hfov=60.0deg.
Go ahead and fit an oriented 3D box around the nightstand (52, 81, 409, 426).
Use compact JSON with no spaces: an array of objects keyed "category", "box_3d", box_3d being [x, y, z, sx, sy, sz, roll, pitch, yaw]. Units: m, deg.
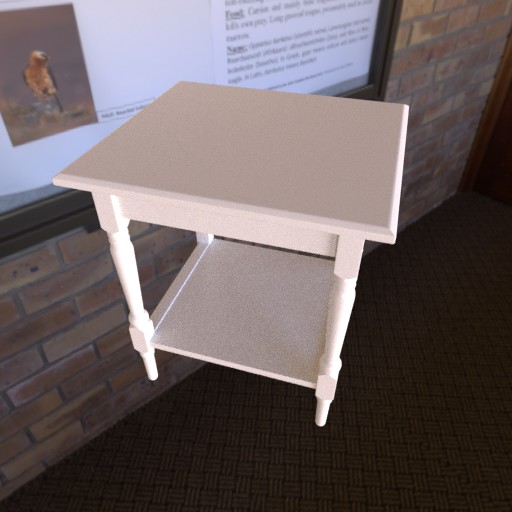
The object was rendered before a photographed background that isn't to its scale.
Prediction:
[{"category":"nightstand","box_3d":[0.000,0.000,0.953,0.505,0.555,0.459,11,41,13]}]
